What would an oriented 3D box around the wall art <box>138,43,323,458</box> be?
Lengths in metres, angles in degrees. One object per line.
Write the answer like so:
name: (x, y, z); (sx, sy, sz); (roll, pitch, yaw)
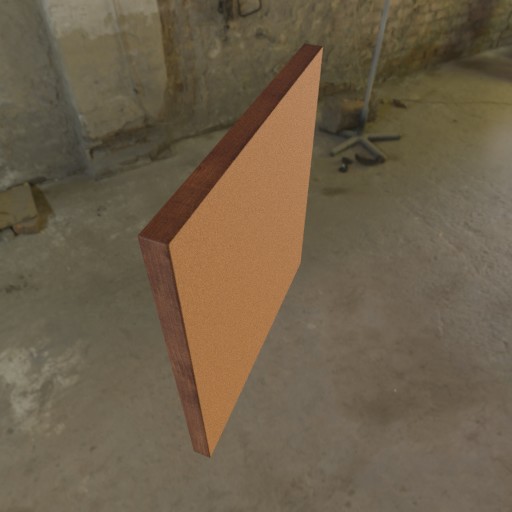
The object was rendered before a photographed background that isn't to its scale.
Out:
wall art: (0.000, 0.000, 0.830); (0.037, 0.572, 0.554); (16, 48, 15)
